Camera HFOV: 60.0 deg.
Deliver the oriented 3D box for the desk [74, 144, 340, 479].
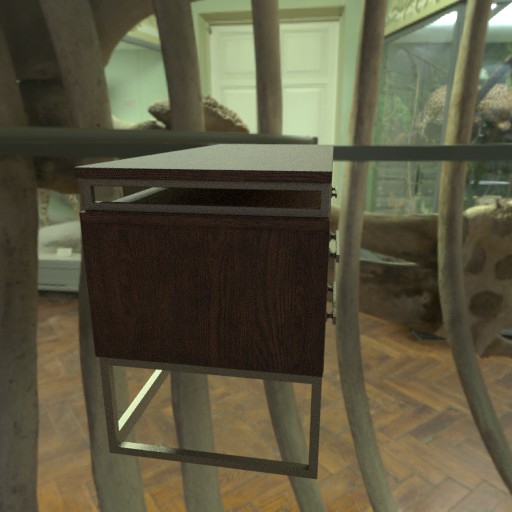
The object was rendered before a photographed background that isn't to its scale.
[{"bbox_3d":[0.000,0.000,1.729,0.610,0.792,1.384,3,17,9],"label":"desk"}]
